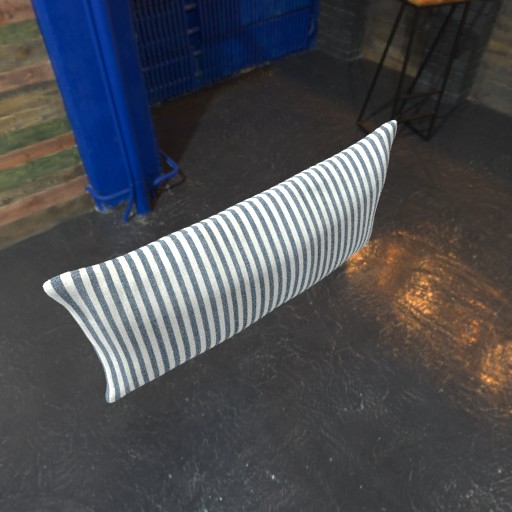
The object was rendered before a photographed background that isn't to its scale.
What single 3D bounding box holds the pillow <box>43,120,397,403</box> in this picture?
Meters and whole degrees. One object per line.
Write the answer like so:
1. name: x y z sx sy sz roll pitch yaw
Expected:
1. pillow: 0.000 0.000 0.741 0.617 0.295 0.151 -29 52 -25
